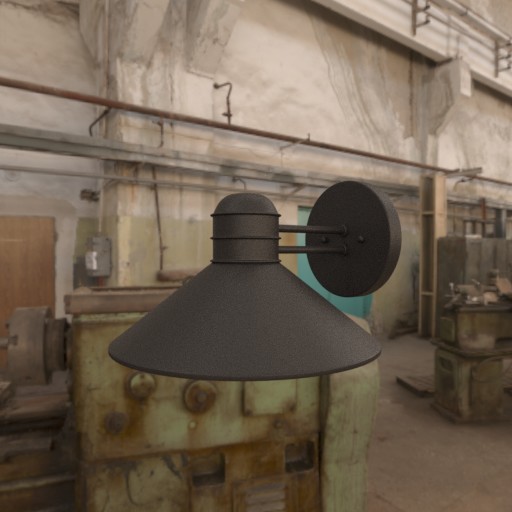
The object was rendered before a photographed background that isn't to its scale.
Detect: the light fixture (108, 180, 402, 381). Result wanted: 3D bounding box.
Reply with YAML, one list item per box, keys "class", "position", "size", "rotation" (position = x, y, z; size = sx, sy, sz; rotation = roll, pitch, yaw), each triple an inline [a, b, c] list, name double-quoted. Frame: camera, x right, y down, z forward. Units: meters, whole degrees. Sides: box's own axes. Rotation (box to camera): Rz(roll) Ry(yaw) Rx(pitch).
- class: "light fixture"
  position: [0.000, 0.000, 0.682]
  size: [0.434, 0.265, 0.396]
  rotation: [0, 1, -35]
